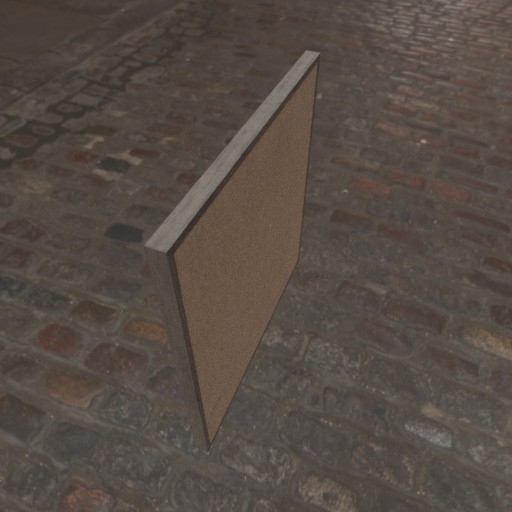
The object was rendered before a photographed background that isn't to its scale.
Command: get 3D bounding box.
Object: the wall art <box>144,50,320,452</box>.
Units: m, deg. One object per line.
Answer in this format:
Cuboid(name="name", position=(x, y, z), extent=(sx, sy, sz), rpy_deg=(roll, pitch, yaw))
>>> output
Cuboid(name="wall art", position=(0.000, 0.000, 1.154), extent=(0.038, 0.762, 0.762), rpy_deg=(17, 48, 15))
